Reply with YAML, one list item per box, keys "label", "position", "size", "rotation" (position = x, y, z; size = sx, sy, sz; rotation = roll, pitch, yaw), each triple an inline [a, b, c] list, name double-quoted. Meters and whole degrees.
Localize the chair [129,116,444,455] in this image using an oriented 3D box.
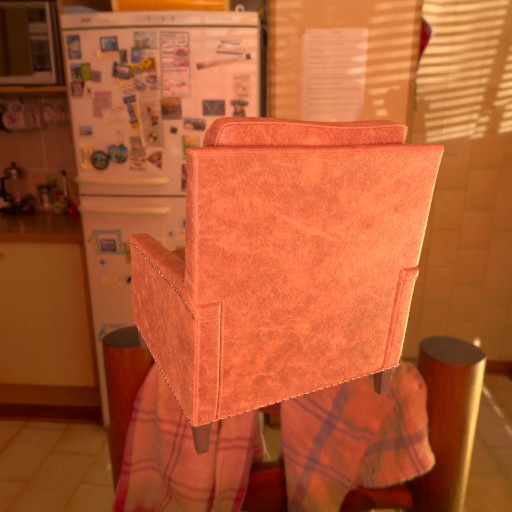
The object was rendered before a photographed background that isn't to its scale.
- label: "chair"
  position: [0.000, 0.000, 1.798]
  size: [0.854, 1.054, 1.035]
  rotation: [-8, 18, -25]
